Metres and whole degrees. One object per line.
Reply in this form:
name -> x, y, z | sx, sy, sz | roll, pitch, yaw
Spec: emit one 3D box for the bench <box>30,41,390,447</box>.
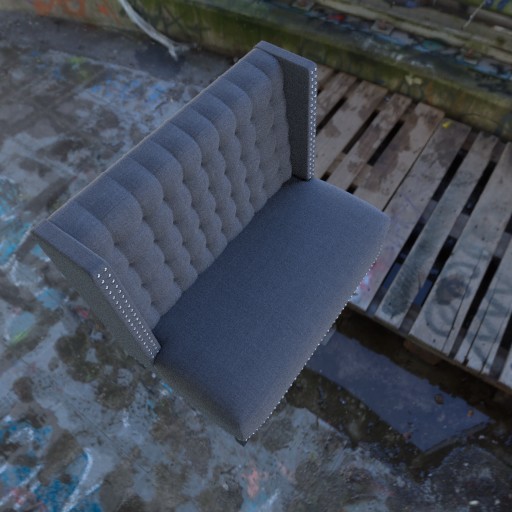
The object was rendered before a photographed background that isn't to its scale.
bench -> 0.000, 0.000, 1.982 | 0.842, 1.121, 1.276 | 31, 63, 18
